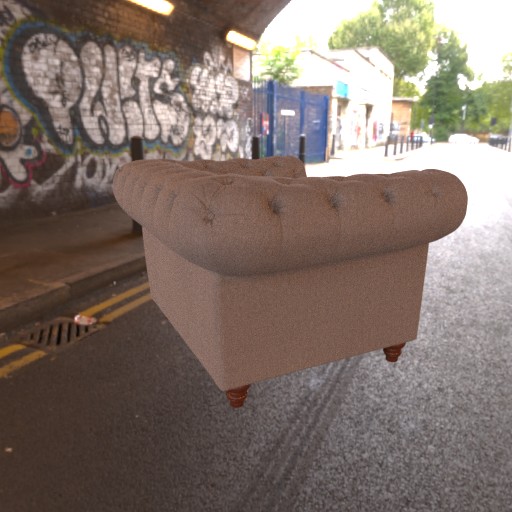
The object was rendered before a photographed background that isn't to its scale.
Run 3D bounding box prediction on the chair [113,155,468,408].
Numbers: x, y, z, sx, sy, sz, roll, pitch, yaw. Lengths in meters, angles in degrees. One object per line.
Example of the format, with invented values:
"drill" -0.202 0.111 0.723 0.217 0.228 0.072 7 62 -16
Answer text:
"chair" 0.000 0.000 1.864 0.976 0.770 1.270 -8 17 -25
